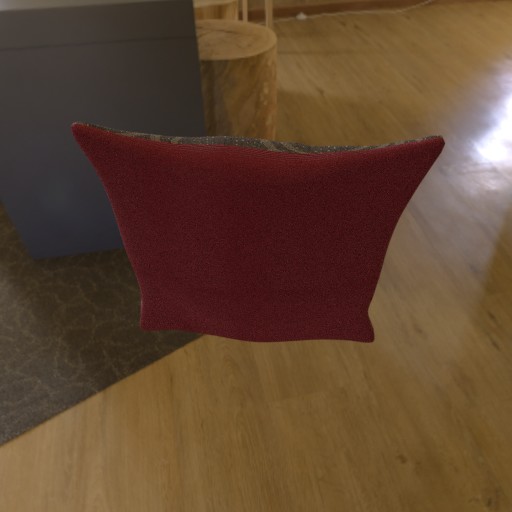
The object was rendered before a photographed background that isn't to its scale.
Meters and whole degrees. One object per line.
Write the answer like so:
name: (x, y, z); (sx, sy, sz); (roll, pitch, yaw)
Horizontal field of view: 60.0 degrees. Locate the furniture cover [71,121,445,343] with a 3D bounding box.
furniture cover: (0.000, 0.000, 0.793); (0.514, 0.513, 0.163); (3, 48, 2)
